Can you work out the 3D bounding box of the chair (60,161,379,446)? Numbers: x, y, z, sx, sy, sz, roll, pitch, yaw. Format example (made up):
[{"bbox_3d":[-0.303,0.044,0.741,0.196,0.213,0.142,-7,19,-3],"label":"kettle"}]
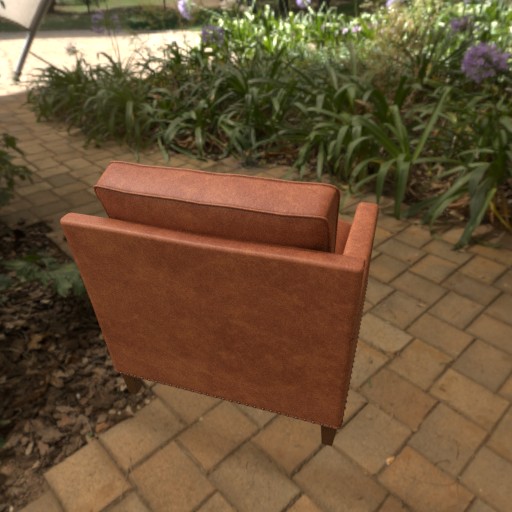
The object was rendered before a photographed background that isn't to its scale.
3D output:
[{"bbox_3d":[0.000,0.000,1.712,0.853,0.943,1.014,9,32,15],"label":"chair"}]
